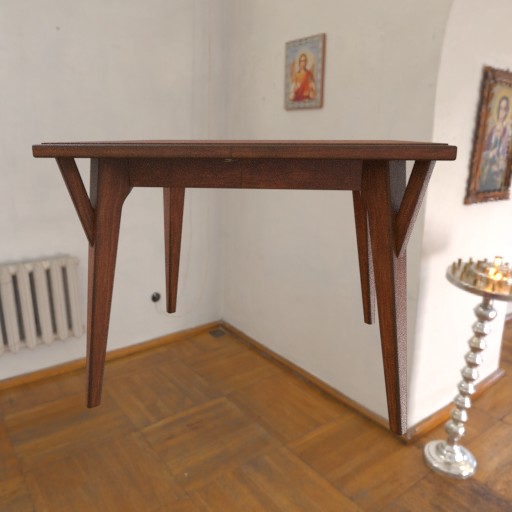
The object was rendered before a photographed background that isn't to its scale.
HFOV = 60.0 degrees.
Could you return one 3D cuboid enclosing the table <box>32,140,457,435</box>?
[{"bbox_3d":[0.000,0.000,1.515,0.991,0.761,0.838,2,15,8],"label":"table"}]
